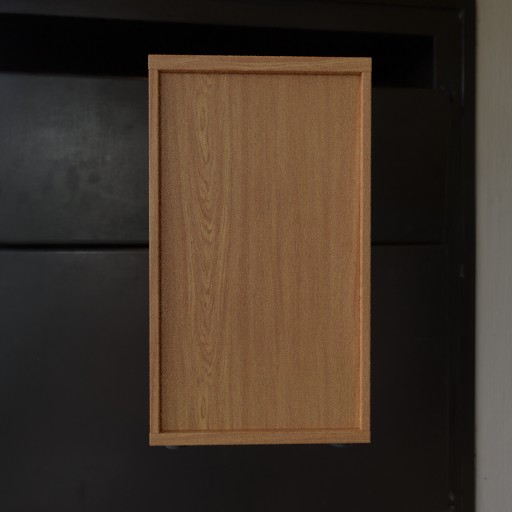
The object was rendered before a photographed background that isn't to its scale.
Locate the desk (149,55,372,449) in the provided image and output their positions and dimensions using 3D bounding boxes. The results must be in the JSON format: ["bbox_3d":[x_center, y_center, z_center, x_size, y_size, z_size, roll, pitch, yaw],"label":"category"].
[{"bbox_3d":[0.000,0.000,1.106,0.404,0.730,0.600,0,1,-2],"label":"desk"}]
